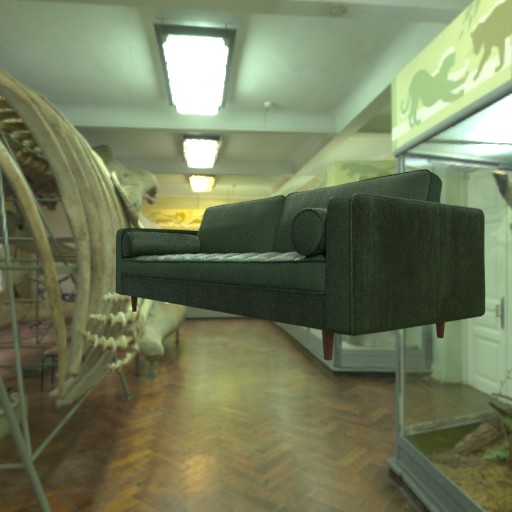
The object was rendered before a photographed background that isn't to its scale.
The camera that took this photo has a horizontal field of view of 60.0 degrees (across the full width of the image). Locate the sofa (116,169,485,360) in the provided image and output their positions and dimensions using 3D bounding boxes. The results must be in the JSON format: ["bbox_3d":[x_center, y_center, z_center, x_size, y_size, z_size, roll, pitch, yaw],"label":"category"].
[{"bbox_3d":[0.000,0.000,2.564,0.918,0.769,2.199,0,-1,-37],"label":"sofa"}]
